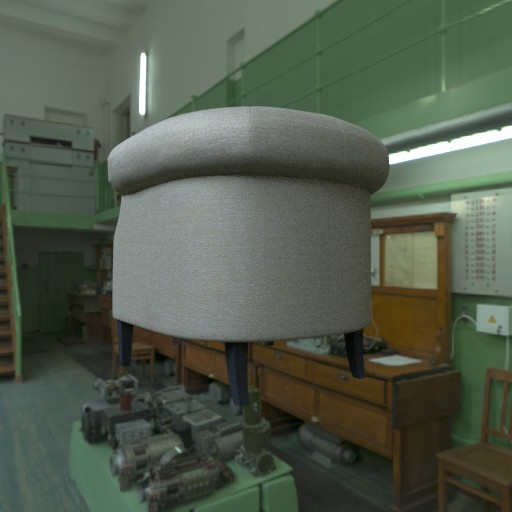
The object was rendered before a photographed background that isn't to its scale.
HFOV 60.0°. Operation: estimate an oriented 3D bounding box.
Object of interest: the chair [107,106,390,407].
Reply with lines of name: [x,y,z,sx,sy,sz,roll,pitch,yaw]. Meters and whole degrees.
chair: [0.000,0.000,1.585,0.905,0.827,0.852,0,-1,-36]
